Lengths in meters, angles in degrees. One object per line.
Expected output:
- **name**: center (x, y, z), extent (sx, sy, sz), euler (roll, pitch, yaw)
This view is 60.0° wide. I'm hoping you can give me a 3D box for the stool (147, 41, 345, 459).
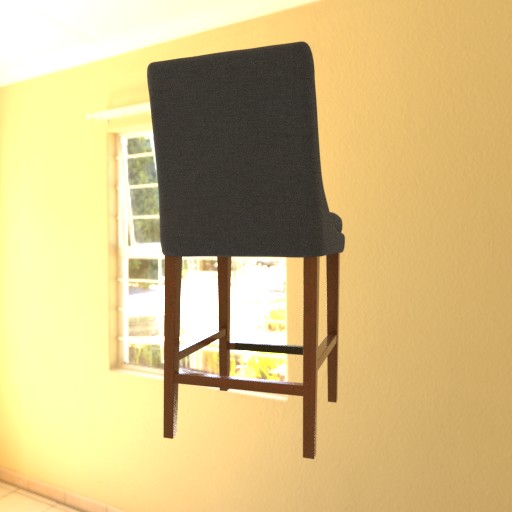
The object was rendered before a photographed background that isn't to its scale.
- **stool**: center (0.000, 0.000, 1.306), extent (0.470, 0.981, 0.577), euler (0, 1, 17)
